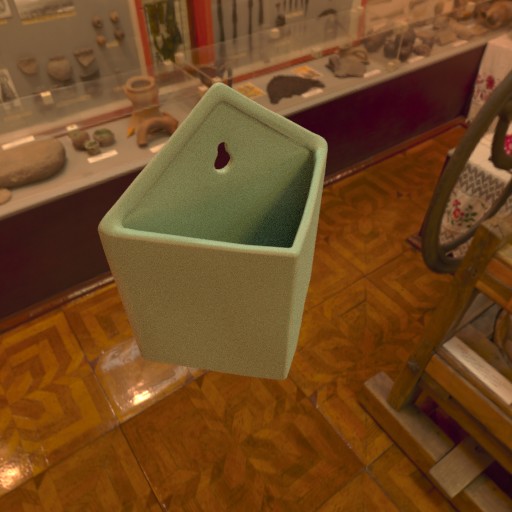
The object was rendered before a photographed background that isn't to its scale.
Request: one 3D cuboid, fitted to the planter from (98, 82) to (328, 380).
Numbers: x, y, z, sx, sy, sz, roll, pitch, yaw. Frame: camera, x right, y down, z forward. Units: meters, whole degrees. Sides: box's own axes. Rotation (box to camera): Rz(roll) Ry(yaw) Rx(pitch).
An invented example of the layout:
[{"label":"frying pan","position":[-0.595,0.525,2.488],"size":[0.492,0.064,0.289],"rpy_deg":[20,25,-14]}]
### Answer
[{"label":"planter","position":[0.000,0.000,0.282],"size":[0.164,0.197,0.079],"rpy_deg":[-25,51,-22]}]
